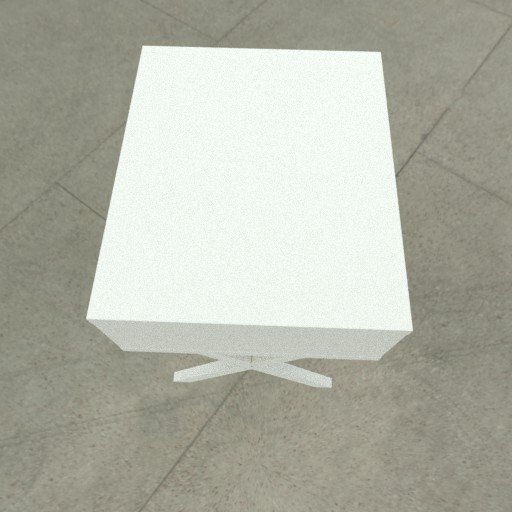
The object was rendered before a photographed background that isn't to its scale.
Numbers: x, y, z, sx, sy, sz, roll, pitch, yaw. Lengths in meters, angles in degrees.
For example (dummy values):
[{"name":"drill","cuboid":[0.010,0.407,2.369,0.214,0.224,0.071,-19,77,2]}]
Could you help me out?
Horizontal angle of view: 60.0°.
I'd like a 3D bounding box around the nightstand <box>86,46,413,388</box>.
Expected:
[{"name":"nightstand","cuboid":[0.000,0.000,0.925,0.402,0.623,0.479,2,65,1]}]
